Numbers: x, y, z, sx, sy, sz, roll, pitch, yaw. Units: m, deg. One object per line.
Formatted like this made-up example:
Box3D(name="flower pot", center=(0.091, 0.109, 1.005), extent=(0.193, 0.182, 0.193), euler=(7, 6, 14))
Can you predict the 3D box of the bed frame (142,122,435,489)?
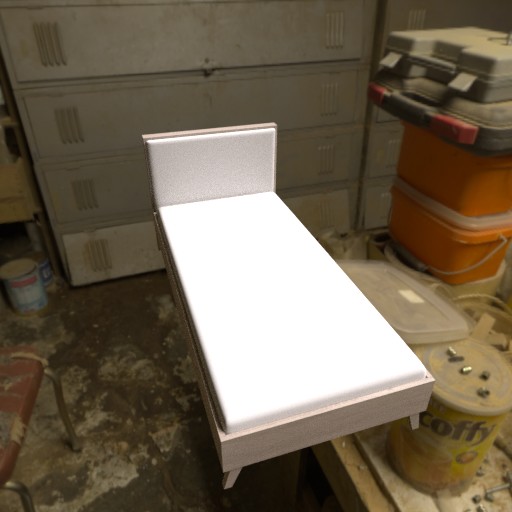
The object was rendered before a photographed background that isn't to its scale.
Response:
Box3D(name="bed frame", center=(0.000, 0.000, 2.650), extent=(0.990, 0.920, 2.140), euler=(-10, 34, -15))
